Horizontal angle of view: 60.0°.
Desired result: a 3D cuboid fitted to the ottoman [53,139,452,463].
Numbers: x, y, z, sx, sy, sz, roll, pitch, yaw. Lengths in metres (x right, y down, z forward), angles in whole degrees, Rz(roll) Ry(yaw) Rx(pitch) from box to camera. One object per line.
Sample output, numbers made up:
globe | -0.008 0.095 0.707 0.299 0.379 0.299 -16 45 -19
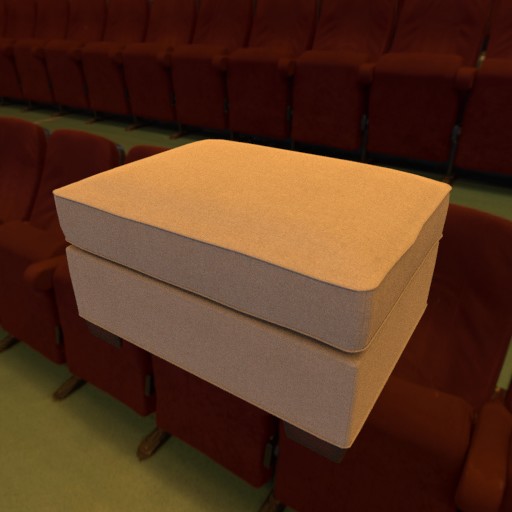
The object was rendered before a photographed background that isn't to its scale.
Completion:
ottoman | 0.000 0.000 1.221 0.846 0.503 0.617 17 33 29
